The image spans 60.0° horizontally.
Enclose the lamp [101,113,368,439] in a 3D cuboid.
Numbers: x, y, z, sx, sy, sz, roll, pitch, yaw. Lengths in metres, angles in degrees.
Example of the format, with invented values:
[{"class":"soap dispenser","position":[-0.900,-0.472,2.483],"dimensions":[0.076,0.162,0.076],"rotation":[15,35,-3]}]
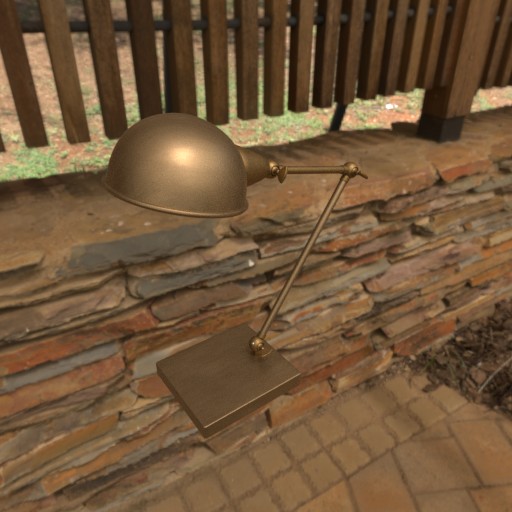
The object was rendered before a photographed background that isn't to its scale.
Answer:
[{"class":"lamp","position":[0.000,0.000,0.555],"dimensions":[0.339,0.371,0.149],"rotation":[-20,36,-31]}]
